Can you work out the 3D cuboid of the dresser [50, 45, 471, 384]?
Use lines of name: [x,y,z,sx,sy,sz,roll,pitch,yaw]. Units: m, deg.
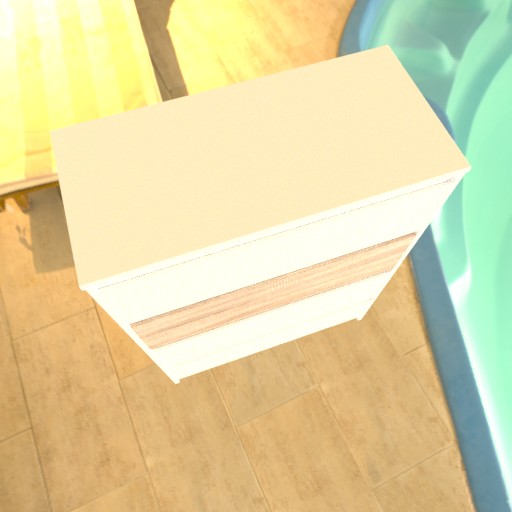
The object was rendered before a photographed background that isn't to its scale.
dresser: [0.000,0.000,1.393,0.800,1.040,0.380,-17,66,-8]
